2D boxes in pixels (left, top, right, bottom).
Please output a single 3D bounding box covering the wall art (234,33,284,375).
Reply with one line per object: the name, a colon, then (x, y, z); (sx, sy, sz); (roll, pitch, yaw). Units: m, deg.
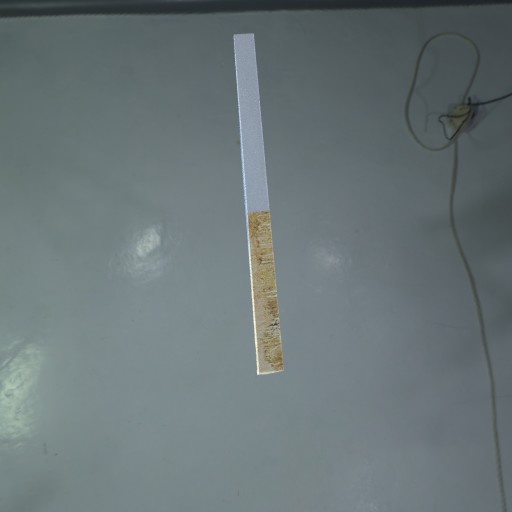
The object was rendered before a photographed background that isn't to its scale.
wall art: (0.000, 0.000, 1.182); (0.039, 0.911, 0.607); (-4, 75, -1)
